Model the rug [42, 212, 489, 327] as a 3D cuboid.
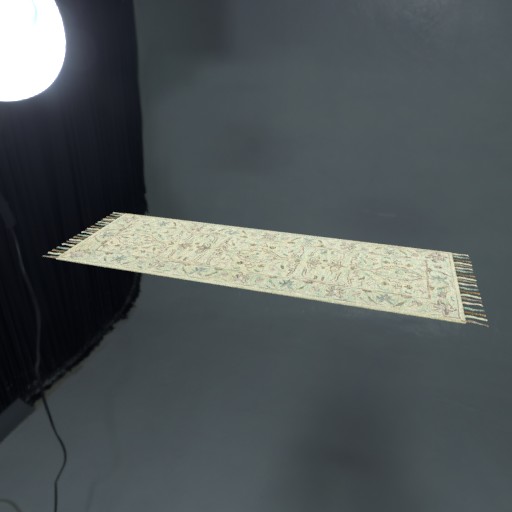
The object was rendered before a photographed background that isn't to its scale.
[{"bbox_3d":[0.000,0.000,2.650,2.440,0.013,0.769,8,28,15],"label":"rug"}]
